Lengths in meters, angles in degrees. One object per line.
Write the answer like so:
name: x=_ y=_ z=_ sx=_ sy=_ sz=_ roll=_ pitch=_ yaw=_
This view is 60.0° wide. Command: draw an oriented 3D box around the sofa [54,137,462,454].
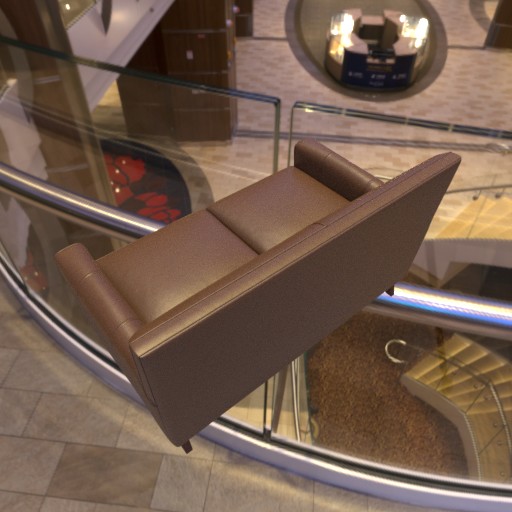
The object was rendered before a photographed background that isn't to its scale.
sofa: x=0.000 y=0.000 z=1.988 sx=1.468 sy=0.859 sz=0.853 roll=-30 pitch=52 yaw=-27
